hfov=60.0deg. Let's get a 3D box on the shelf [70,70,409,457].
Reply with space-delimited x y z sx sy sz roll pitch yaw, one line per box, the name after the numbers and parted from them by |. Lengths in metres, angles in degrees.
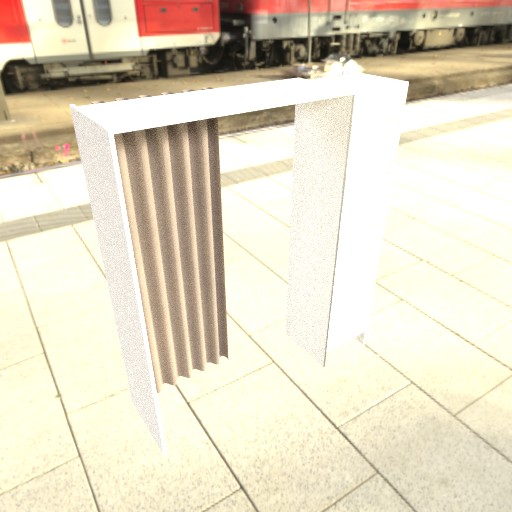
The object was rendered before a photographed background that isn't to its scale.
0.000 0.000 2.568 1.600 1.820 0.500 -20 36 -29 | shelf
